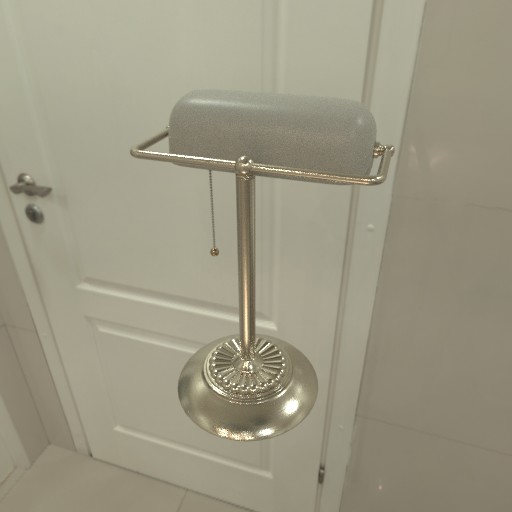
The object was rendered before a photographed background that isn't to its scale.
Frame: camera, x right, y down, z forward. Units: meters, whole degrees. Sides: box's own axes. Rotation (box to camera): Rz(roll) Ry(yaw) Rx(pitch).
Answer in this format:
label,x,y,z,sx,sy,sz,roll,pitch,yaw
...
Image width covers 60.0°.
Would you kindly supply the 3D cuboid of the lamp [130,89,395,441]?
label,x,y,z,sx,sy,sz,roll,pitch,yaw
lamp,0.000,0.000,0.509,0.264,0.339,0.243,10,32,16
